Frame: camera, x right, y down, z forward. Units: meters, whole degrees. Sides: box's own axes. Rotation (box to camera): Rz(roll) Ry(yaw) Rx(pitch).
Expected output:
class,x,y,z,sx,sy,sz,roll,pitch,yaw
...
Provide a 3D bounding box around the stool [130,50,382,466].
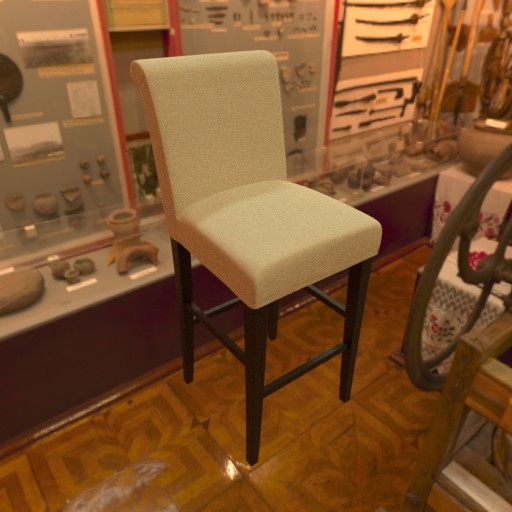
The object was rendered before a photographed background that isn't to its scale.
class,x,y,z,sx,sy,sz,roll,pitch,yaw
stool,0.000,0.000,1.404,0.452,1.124,0.597,-21,36,-31
